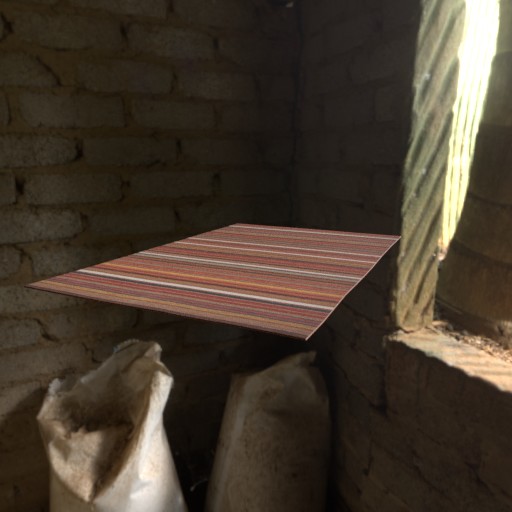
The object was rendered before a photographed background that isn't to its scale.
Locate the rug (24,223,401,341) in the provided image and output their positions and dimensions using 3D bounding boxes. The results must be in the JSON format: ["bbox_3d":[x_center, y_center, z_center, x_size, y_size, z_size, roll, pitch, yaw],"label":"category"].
[{"bbox_3d":[0.000,0.000,2.346,1.217,0.007,1.828,6,15,25],"label":"rug"}]
